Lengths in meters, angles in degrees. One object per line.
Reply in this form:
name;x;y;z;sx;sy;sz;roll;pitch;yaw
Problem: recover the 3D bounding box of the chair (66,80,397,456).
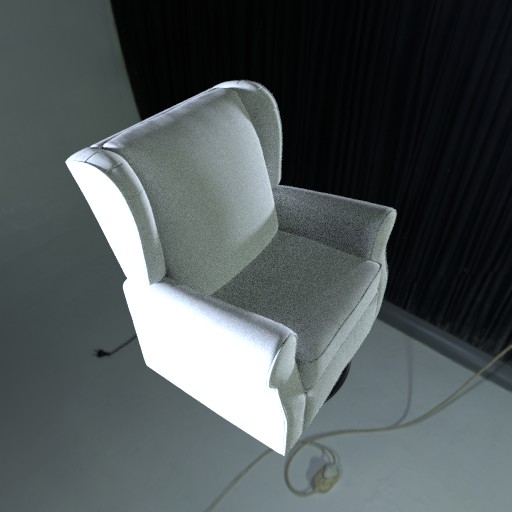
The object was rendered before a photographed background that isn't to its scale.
chair;0.000;0.000;1.658;0.854;0.967;0.906;25;47;26
